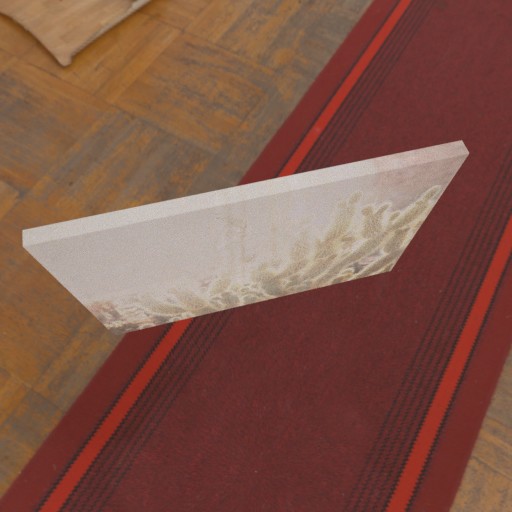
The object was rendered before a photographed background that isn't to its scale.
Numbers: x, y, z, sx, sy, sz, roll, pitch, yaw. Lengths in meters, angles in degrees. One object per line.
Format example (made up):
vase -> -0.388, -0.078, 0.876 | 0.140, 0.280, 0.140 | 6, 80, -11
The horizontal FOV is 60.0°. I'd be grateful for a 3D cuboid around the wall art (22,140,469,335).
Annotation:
wall art -> 0.000, 0.000, 1.164 | 0.916, 0.608, 0.040 | -13, 65, -6
